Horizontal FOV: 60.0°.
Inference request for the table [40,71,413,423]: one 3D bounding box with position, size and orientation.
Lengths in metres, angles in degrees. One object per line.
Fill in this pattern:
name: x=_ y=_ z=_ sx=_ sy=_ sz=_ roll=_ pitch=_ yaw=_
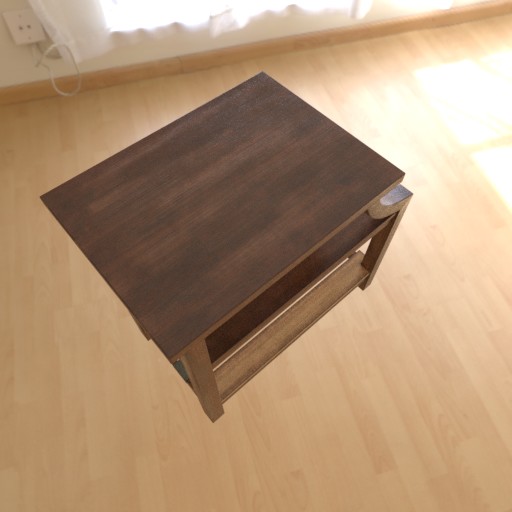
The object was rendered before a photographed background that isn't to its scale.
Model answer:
table: x=0.000 y=0.000 z=0.991 sx=0.609 sy=0.584 sz=0.356 roll=-37 pitch=65 yaw=-20
